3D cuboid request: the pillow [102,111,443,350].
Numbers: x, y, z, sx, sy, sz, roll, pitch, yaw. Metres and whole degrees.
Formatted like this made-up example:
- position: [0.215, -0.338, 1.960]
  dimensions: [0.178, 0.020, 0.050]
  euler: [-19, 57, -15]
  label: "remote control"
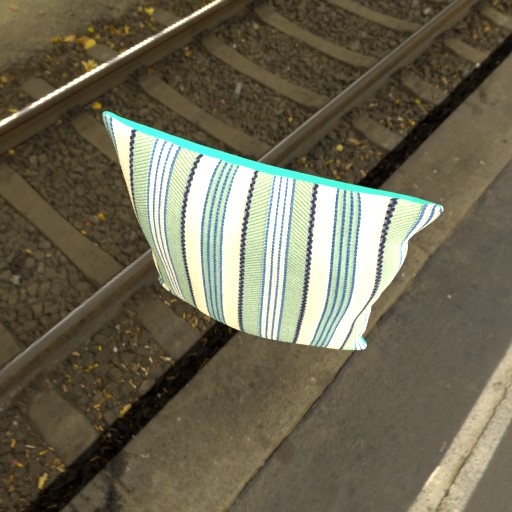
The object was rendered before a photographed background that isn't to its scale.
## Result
- position: [0.000, 0.000, 0.702]
  dimensions: [0.440, 0.441, 0.182]
  euler: [17, 59, 11]
  label: "pillow"
